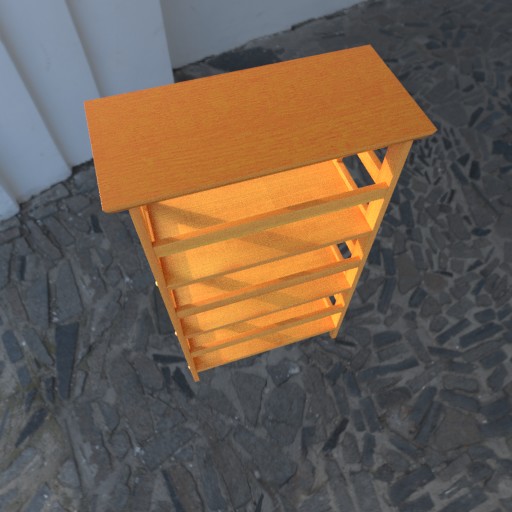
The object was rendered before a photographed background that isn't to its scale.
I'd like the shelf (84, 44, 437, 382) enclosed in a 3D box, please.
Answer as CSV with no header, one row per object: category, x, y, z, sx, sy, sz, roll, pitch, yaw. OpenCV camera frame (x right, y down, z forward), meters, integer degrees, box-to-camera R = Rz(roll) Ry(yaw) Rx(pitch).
shelf,0.000,0.000,1.354,0.660,1.067,0.305,-15,59,-10
